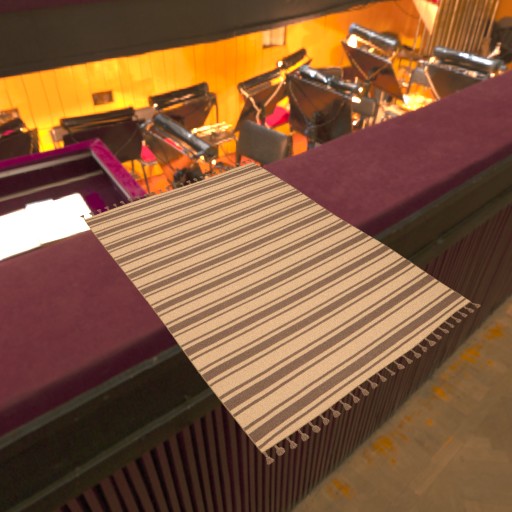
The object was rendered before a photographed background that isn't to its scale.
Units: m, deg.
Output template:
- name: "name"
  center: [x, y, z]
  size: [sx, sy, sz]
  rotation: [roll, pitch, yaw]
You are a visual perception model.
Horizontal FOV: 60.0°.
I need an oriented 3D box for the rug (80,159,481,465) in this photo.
- name: "rug"
  center: [0.000, 0.000, 3.810]
  size: [2.030, 0.017, 3.040]
  rotation: [-25, 45, -27]
